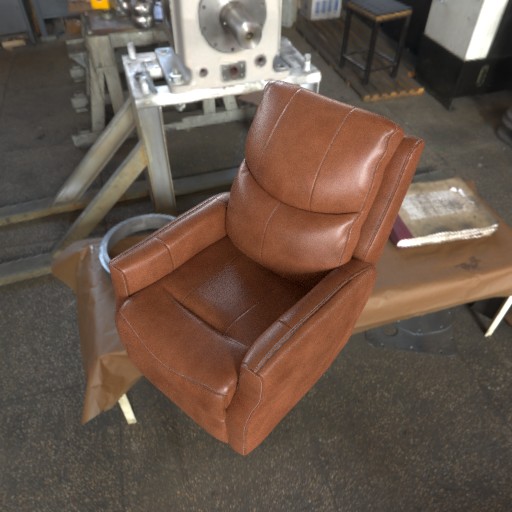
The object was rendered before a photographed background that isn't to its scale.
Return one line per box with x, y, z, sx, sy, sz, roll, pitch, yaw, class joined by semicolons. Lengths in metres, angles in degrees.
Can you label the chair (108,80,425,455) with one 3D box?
0.000;0.000;1.740;0.821;1.016;1.072;31;53;27;chair
